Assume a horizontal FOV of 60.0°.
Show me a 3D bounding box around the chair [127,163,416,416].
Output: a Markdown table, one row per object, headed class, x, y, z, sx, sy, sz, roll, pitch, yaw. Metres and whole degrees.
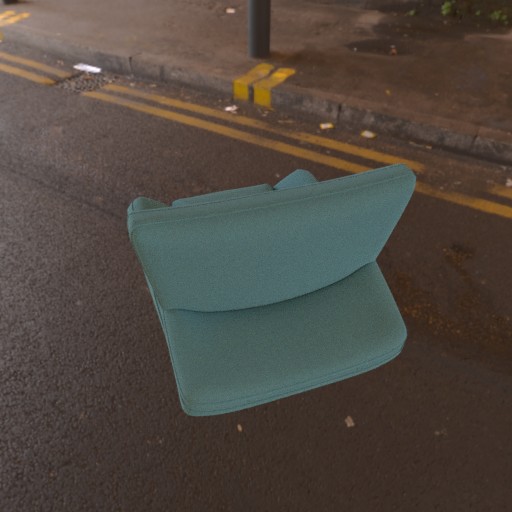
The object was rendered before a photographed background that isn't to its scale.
| class | x | y | z | sx | sy | sz | roll | pitch | yaw |
| --- | --- | --- | --- | --- | --- | --- | --- | --- | --- |
| chair | 0.000 | 0.000 | 1.664 | 0.859 | 0.855 | 1.008 | -12 | 43 | -14 |
